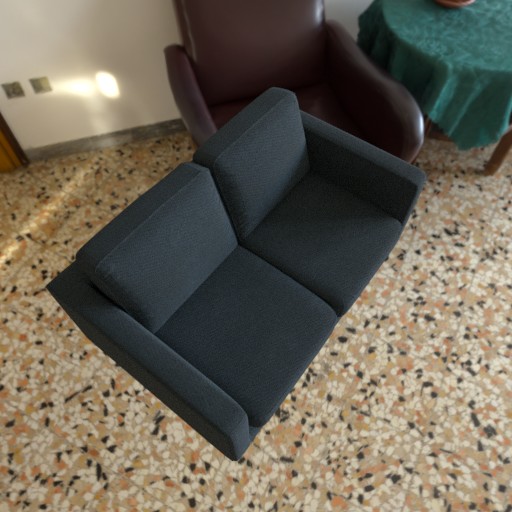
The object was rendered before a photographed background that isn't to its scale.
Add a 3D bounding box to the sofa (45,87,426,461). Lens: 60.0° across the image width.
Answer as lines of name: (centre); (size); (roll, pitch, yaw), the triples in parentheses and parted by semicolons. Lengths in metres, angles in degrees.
sofa: (0.000, 0.000, 2.152); (0.999, 0.930, 1.518); (33, 63, 19)
